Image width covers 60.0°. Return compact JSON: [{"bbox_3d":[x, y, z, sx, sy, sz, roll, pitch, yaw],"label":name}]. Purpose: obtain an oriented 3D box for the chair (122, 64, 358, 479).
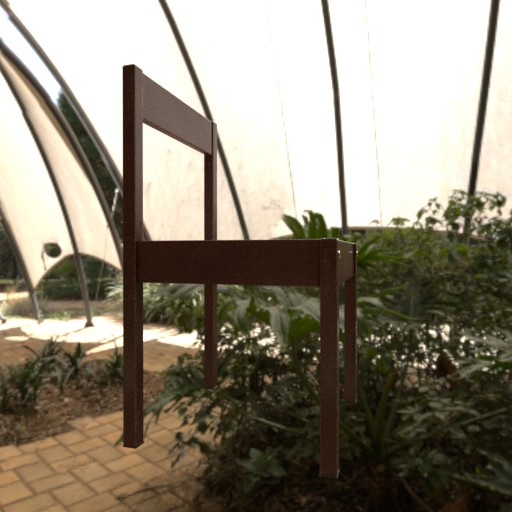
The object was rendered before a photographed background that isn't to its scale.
[{"bbox_3d":[0.000,0.000,0.680,0.285,0.505,0.285,0,0,17],"label":"chair"}]
